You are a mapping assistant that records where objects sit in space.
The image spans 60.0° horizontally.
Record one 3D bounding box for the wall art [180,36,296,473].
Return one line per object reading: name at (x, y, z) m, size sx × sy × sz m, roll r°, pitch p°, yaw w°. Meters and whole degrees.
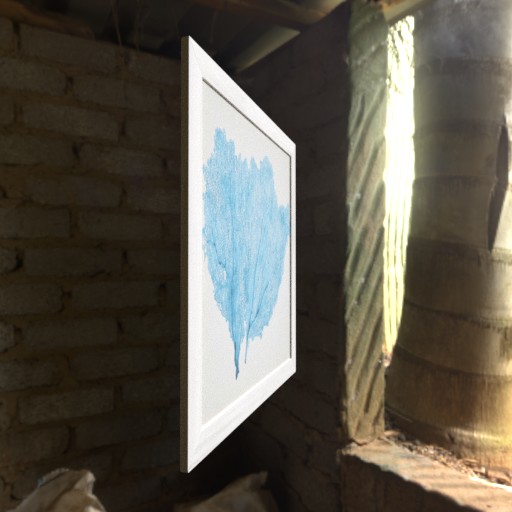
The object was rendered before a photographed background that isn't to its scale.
wall art at (0.000, 0.000, 0.868) m, size 0.013 × 0.584 × 0.584 m, roll 0°, pitch -1°, yaw 19°
